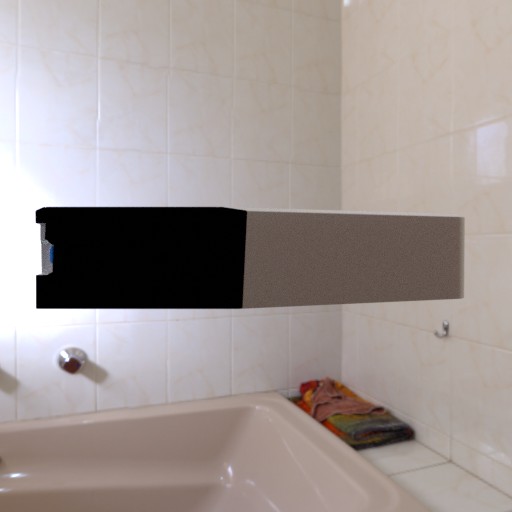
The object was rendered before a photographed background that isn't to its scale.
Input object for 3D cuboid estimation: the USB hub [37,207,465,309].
[{"bbox_3d":[0.000,0.000,0.124,0.110,0.023,0.044,0,1,-19],"label":"USB hub"}]
